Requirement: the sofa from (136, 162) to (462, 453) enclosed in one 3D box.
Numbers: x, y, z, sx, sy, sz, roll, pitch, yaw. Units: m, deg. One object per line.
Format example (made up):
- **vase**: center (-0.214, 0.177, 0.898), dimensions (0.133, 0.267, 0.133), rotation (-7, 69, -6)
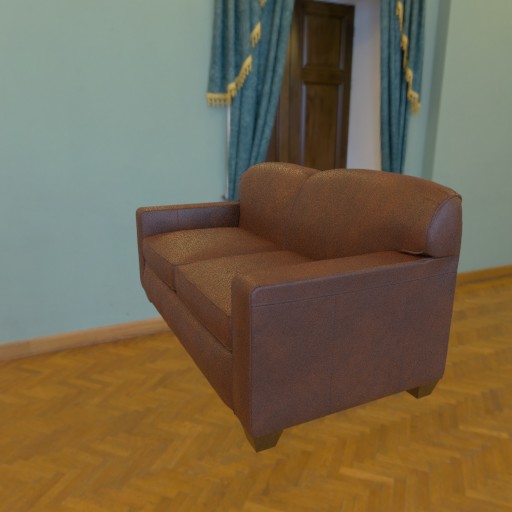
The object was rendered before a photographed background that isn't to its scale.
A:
- **sofa**: center (0.000, 0.000, 2.436), dimensions (1.000, 0.966, 1.856), rotation (-7, 17, -25)
